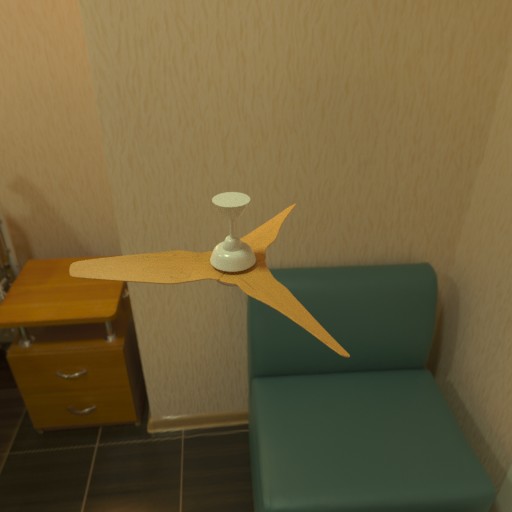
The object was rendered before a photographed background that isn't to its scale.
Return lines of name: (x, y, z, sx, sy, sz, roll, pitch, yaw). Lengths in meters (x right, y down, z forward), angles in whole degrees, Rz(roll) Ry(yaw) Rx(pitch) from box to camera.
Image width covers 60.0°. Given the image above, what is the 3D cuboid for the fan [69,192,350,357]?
fan: (0.000, 0.000, 1.655, 1.142, 0.355, 1.010, -20, 36, -30)
